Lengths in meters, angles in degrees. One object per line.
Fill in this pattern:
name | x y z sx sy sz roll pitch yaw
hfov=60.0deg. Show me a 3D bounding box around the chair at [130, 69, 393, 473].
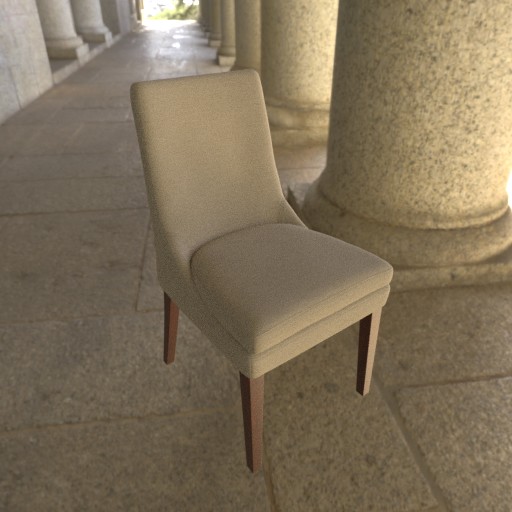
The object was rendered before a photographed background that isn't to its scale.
chair | 0.000 0.000 1.316 0.515 0.940 0.638 -21 37 -31
